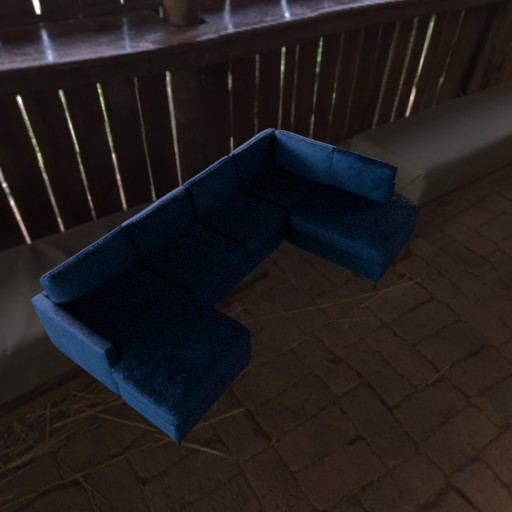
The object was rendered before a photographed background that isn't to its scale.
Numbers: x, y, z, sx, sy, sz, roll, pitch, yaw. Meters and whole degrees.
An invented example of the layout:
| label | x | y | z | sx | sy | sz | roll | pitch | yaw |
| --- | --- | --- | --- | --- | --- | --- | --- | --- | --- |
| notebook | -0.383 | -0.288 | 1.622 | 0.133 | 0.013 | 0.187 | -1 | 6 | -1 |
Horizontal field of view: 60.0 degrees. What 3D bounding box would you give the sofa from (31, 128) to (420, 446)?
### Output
| label | x | y | z | sx | sy | sz | roll | pitch | yaw |
| --- | --- | --- | --- | --- | --- | --- | --- | --- | --- |
| sofa | 0.000 | 0.000 | 4.309 | 2.055 | 0.992 | 3.434 | 26 | 48 | 26 |
